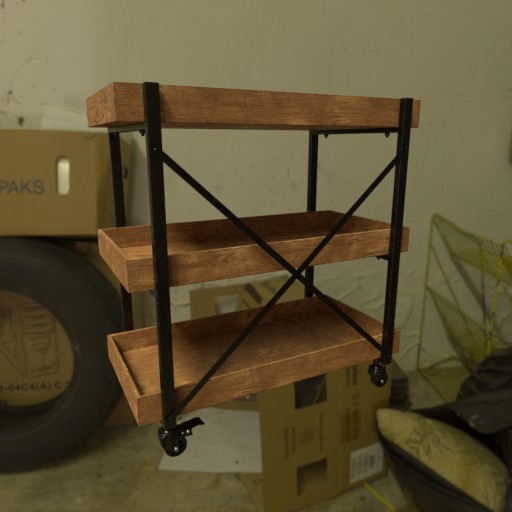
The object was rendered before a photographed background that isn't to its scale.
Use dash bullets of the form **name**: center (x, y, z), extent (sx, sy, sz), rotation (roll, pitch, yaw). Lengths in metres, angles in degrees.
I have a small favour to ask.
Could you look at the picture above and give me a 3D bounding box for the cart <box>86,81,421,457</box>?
- **cart**: center (0.000, 0.000, 1.194), extent (0.750, 0.800, 0.411), rotation (-7, 16, -27)
